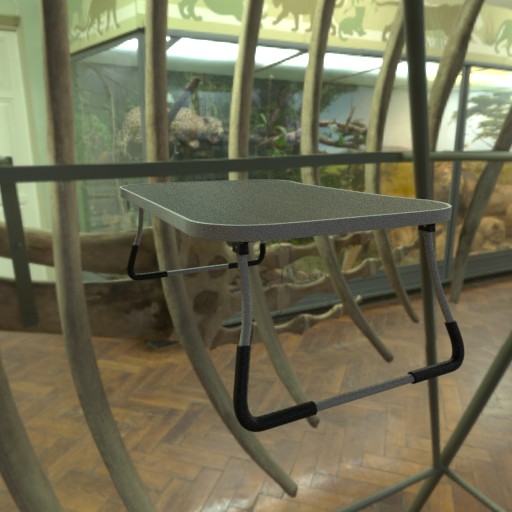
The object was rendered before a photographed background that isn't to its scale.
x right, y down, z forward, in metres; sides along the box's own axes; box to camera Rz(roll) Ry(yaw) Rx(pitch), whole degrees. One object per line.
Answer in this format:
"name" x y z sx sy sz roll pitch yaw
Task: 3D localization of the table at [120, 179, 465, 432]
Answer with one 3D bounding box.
"table" 0.000 0.000 0.825 0.400 0.232 0.660 -7 16 -25
